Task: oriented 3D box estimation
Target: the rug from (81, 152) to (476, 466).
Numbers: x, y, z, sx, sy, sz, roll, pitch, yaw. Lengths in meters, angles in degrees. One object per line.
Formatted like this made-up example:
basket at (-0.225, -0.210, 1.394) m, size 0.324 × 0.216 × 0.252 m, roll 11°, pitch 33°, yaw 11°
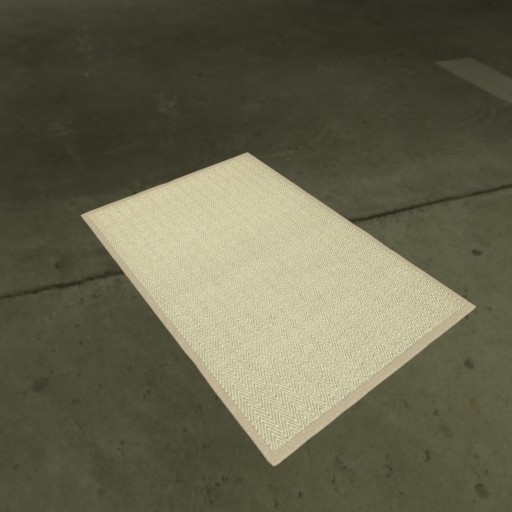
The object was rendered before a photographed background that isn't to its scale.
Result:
rug at (0.000, 0.000, 2.957) m, size 1.540 × 0.021 × 2.290 m, roll -27°, pitch 49°, yaw -26°
